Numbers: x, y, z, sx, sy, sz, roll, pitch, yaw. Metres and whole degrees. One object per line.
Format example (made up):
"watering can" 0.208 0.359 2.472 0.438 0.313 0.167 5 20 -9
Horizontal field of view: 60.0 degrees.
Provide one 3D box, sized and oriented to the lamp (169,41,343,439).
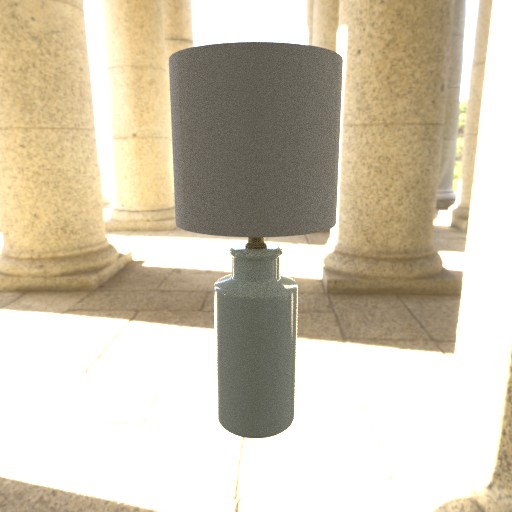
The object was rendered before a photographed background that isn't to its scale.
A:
"lamp" 0.000 0.000 0.604 0.212 0.493 0.212 -7 15 -26
